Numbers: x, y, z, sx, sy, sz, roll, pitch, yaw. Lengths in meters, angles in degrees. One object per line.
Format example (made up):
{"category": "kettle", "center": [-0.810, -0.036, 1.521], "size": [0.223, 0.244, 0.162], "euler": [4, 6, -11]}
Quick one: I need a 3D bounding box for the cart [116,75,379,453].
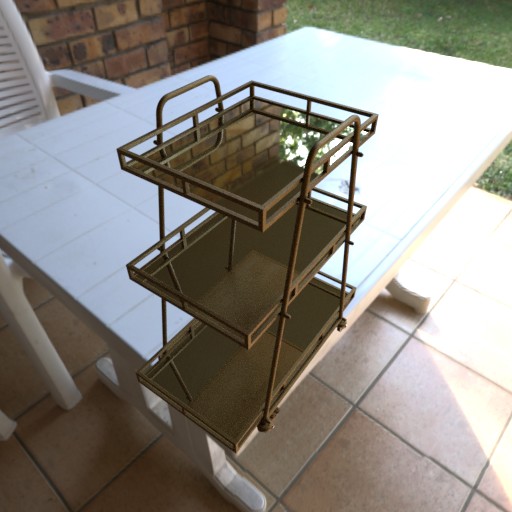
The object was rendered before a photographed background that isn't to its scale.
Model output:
{"category": "cart", "center": [0.000, 0.000, 1.258], "size": [0.441, 0.883, 0.711], "euler": [26, 48, 26]}
